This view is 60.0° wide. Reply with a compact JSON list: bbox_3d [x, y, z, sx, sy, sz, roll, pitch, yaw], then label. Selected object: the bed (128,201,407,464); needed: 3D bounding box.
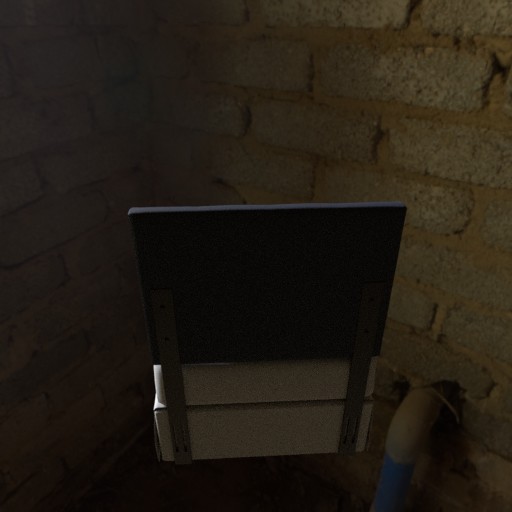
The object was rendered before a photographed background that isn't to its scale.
[{"bbox_3d":[0.000,0.000,3.010,1.261,1.571,1.997,-2,30,-3],"label":"bed"}]
